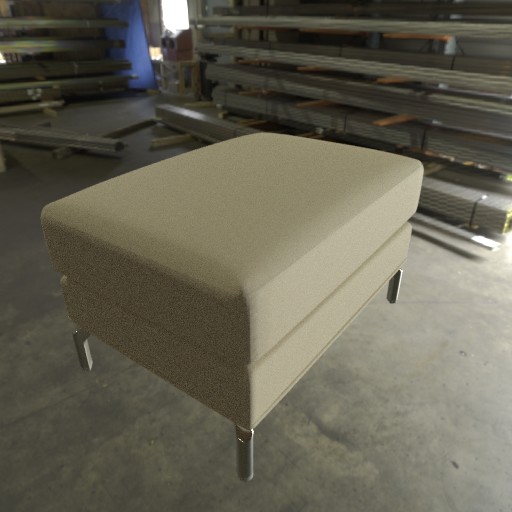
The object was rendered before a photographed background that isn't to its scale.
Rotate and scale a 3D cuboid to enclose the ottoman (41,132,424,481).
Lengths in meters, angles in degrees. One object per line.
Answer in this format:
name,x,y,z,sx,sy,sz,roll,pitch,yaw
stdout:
ottoman,0.000,0.000,1.187,0.581,0.497,0.835,20,34,32
